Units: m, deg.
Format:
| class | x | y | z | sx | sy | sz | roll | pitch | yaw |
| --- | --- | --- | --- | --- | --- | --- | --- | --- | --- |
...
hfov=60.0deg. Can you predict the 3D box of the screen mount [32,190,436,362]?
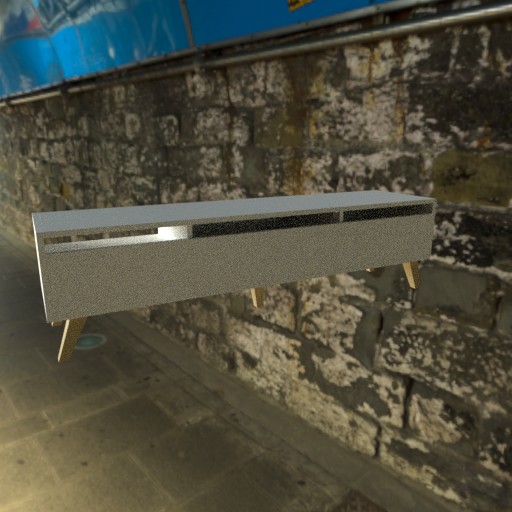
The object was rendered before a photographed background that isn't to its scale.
| class | x | y | z | sx | sy | sz | roll | pitch | yaw |
| --- | --- | --- | --- | --- | --- | --- | --- | --- | --- |
| screen mount | 0.000 | 0.000 | 1.875 | 1.644 | 0.432 | 0.399 | -8 | 17 | -27 |
